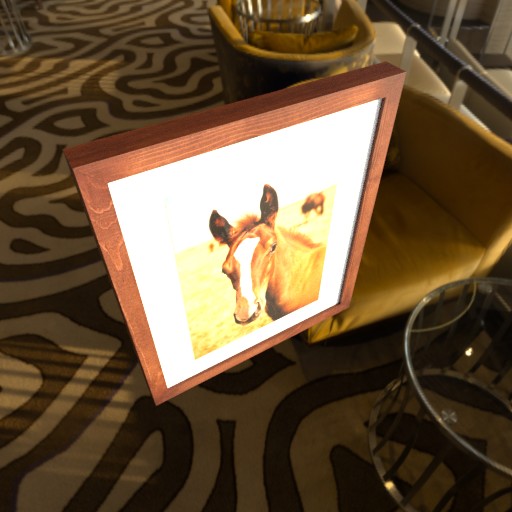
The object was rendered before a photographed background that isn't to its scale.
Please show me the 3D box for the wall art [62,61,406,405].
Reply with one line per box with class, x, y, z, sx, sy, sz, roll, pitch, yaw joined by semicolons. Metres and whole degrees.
wall art;0.000;0.000;0.529;0.330;0.381;0.030;-23;50;-21
